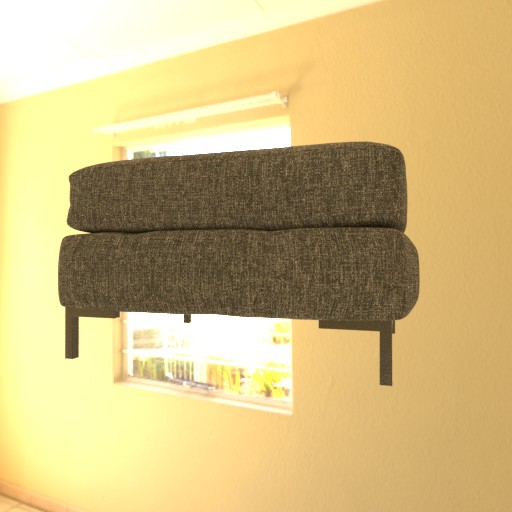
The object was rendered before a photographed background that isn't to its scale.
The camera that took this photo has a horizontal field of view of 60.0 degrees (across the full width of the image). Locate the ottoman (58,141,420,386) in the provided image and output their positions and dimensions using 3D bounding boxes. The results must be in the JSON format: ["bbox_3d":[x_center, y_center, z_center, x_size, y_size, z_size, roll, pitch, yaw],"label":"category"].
[{"bbox_3d":[0.000,0.000,1.215,0.828,0.480,0.683,0,0,18],"label":"ottoman"}]
